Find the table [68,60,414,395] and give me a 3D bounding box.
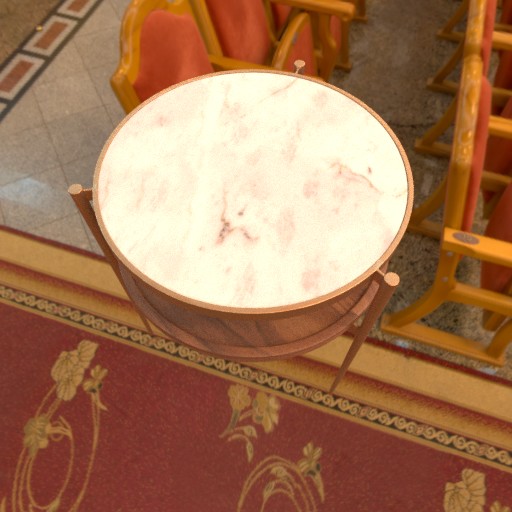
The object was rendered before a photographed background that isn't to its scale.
[{"bbox_3d":[0.000,0.000,0.804,0.430,0.493,0.456,16,60,10],"label":"table"}]
